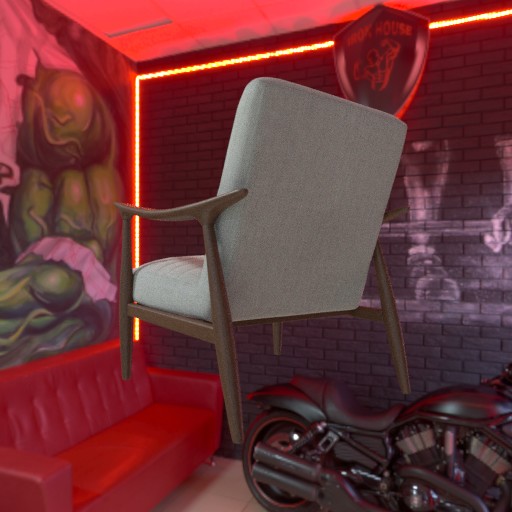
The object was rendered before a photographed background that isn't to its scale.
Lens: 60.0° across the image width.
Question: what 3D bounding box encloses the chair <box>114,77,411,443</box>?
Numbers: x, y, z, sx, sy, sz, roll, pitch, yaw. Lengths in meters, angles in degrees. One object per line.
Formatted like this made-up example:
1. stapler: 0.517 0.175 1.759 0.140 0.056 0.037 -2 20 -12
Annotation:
1. chair: 0.000 0.000 1.456 0.741 0.832 0.798 0 0 -36
